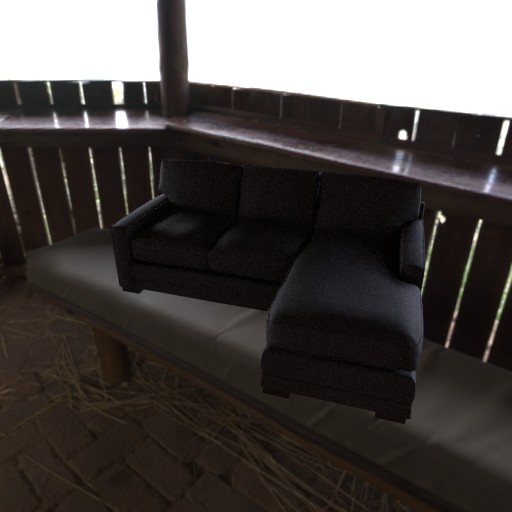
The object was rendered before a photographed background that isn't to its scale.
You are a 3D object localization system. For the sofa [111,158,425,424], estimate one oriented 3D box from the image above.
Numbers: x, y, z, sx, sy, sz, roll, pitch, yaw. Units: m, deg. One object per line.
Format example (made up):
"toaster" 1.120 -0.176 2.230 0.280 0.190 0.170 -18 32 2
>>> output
"sofa" 0.000 0.000 3.311 2.370 0.973 1.790 8 28 16
